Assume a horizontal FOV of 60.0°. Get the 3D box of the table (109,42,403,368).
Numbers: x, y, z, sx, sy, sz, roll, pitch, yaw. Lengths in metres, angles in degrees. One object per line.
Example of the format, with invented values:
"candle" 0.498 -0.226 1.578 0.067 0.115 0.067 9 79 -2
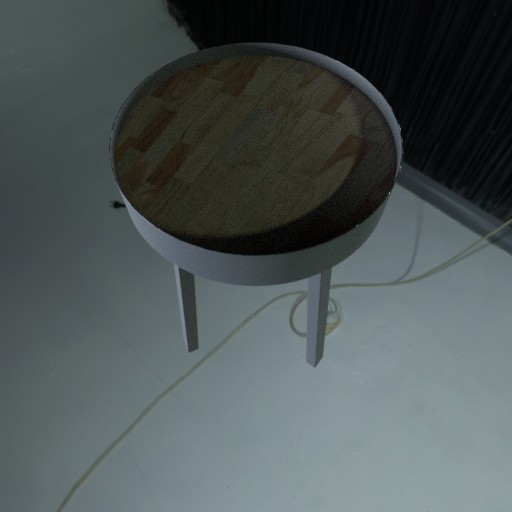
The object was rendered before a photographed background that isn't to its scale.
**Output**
"table" 0.000 0.000 0.917 0.406 0.686 0.406 33 65 18
